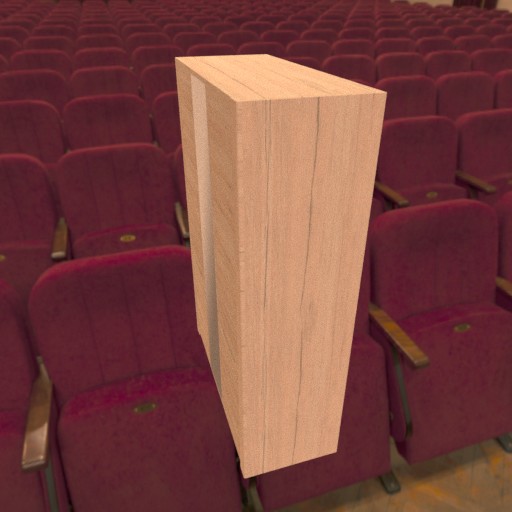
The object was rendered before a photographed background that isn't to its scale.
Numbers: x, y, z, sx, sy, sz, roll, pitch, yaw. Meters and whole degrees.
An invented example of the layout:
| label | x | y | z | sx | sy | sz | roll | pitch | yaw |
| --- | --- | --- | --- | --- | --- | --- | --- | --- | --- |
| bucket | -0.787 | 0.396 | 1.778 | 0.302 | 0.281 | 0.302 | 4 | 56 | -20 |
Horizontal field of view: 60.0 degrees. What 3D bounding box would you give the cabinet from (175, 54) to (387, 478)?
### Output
| label | x | y | z | sx | sy | sz | roll | pitch | yaw |
| --- | --- | --- | --- | --- | --- | --- | --- | --- | --- |
| cabinet | 0.000 | 0.000 | 2.662 | 0.580 | 2.070 | 1.400 | -9 | 31 | -15 |
